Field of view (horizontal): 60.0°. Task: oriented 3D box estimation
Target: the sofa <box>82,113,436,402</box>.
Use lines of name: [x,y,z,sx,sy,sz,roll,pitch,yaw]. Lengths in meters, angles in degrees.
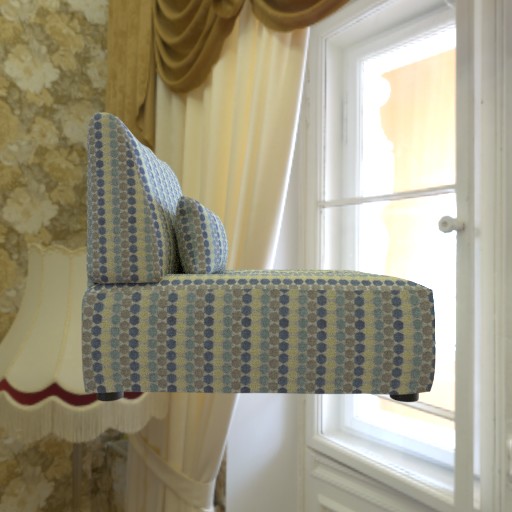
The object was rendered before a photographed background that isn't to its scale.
sofa: [0.000,0.000,1.570,1.000,0.820,0.700,0,0,2]
